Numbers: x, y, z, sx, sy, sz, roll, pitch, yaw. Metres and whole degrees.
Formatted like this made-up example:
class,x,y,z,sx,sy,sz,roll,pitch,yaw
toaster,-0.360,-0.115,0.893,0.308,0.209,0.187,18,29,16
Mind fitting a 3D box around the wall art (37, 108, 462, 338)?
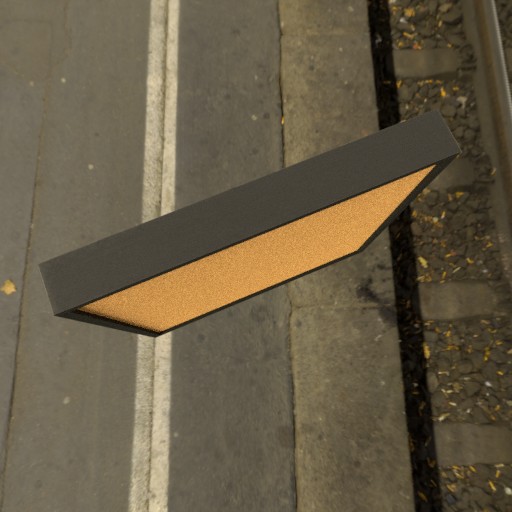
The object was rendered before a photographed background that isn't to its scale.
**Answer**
class,x,y,z,sx,sy,sz,roll,pitch,yaw
wall art,0.000,0.000,0.457,0.305,0.305,0.037,-22,78,-5
